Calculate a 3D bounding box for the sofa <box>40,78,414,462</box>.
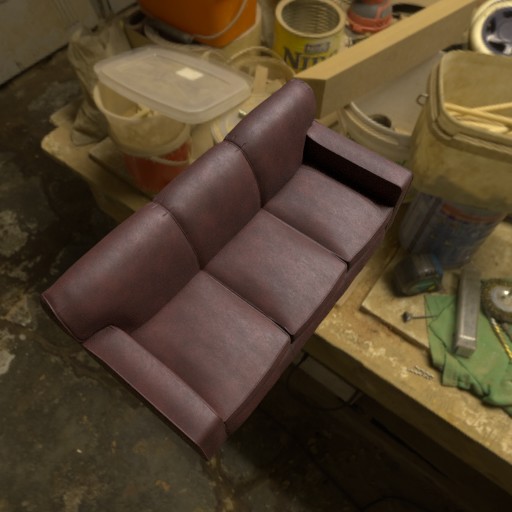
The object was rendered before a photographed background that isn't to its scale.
[{"bbox_3d":[0.000,0.000,2.620,1.008,0.953,2.039,34,64,19],"label":"sofa"}]
